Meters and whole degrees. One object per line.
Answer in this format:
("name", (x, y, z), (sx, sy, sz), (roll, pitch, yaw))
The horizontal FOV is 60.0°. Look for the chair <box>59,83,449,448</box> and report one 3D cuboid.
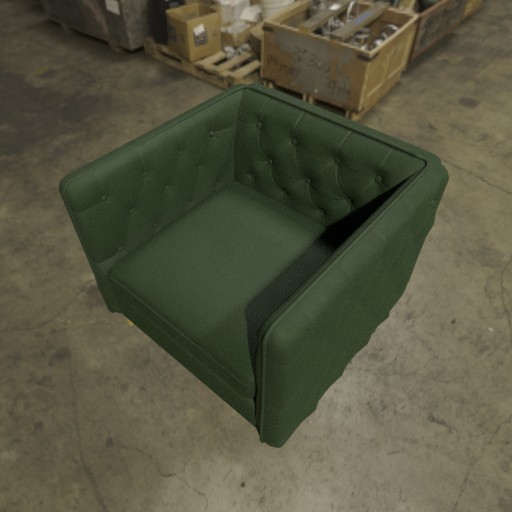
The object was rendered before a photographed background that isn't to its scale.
("chair", (0.000, 0.000, 1.590), (0.917, 0.768, 0.855), (32, 55, 26))
